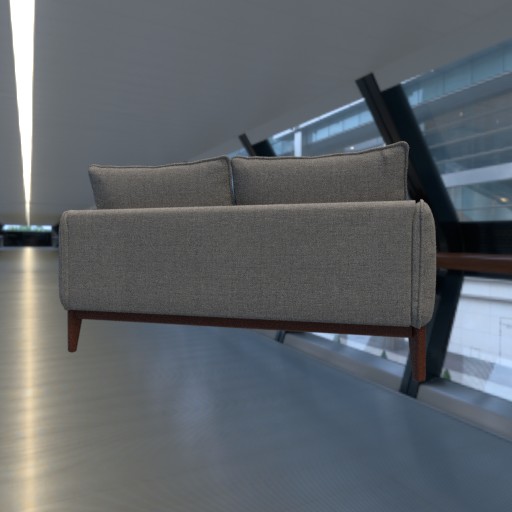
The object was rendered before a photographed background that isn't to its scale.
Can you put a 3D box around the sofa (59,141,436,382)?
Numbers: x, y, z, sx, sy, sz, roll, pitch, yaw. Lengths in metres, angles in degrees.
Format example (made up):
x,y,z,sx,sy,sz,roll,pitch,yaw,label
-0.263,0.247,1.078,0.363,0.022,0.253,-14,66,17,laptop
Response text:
x,y,z,sx,sy,sz,roll,pitch,yaw,label
0.000,0.000,2.161,1.580,0.851,0.972,0,1,17,sofa
